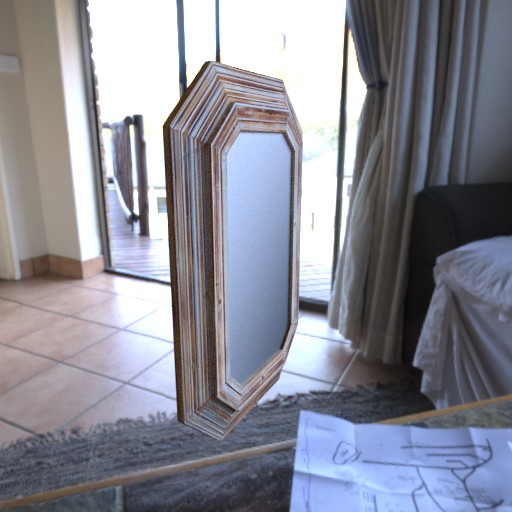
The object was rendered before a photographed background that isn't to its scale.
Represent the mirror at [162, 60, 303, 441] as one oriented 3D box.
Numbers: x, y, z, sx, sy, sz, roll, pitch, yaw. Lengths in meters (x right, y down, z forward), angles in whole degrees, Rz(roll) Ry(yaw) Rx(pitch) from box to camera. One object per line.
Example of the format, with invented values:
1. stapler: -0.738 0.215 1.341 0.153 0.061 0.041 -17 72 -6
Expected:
1. mirror: 0.000 0.000 1.304 0.061 1.015 0.709 8 17 27
